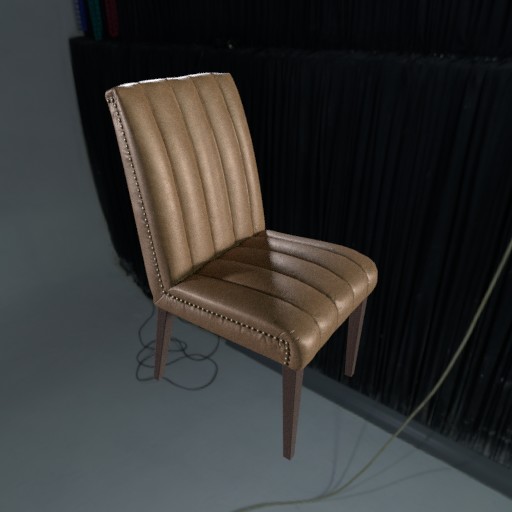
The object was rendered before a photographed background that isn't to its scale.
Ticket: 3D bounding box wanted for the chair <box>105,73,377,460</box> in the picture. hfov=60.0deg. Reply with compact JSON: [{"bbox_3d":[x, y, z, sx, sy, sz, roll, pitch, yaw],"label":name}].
[{"bbox_3d":[0.000,0.000,1.393,0.647,1.016,0.511,18,33,31],"label":"chair"}]
